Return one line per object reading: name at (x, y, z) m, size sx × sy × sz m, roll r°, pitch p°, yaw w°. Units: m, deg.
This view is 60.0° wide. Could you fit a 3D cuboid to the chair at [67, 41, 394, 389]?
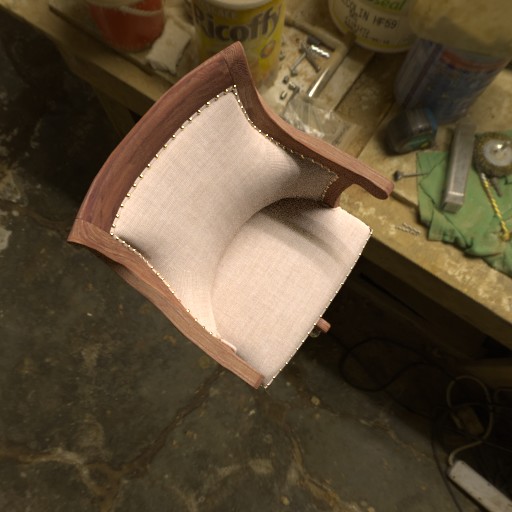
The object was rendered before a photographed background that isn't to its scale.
chair at (0.000, 0.000, 1.408) m, size 0.689 × 0.965 × 0.656 m, roll 35°, pitch 78°, yaw 8°
